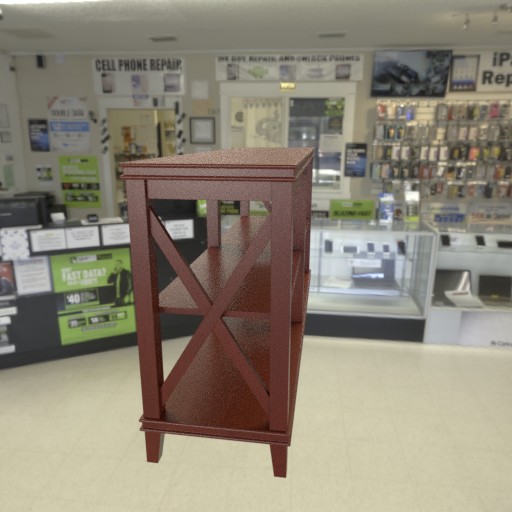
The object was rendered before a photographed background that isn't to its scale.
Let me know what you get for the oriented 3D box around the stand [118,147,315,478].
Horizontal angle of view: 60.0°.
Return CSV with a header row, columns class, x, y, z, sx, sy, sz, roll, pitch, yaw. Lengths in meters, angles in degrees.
class,x,y,z,sx,sy,sz,roll,pitch,yaw
stand,0.000,0.000,1.669,0.381,0.762,1.372,2,15,9
